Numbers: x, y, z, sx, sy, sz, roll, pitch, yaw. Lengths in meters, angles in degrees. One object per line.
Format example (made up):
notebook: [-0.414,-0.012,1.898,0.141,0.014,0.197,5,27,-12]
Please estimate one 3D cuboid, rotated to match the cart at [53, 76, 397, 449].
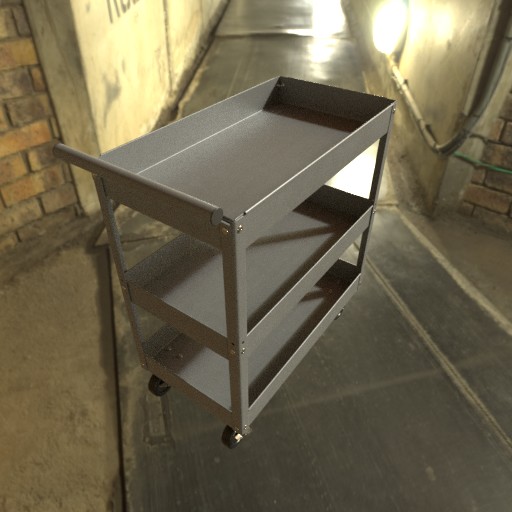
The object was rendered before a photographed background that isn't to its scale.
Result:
cart: [0.000,0.000,1.159,0.366,0.780,0.719,24,44,27]
